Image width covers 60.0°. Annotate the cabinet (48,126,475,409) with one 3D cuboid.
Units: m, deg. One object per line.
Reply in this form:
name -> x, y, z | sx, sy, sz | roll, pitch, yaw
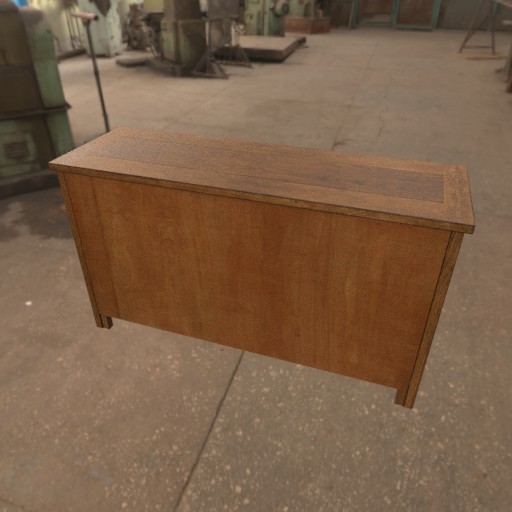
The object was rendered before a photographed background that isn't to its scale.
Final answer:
cabinet -> 0.000, 0.000, 1.861 | 1.474, 0.813, 0.480 | 11, 35, 16
